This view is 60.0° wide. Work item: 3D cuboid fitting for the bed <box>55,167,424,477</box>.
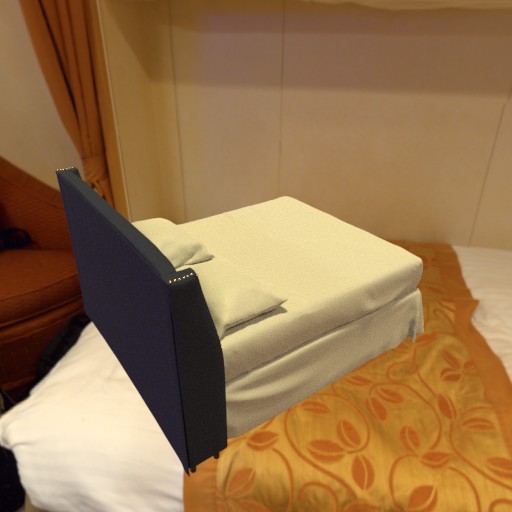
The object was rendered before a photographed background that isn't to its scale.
[{"bbox_3d":[0.000,0.000,3.422,2.276,1.332,1.925,-19,34,-30],"label":"bed"}]
